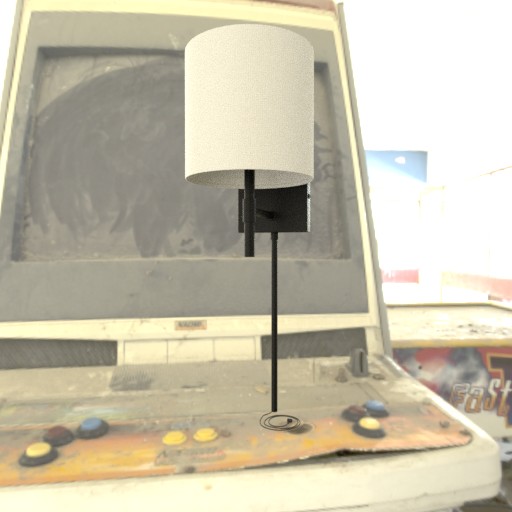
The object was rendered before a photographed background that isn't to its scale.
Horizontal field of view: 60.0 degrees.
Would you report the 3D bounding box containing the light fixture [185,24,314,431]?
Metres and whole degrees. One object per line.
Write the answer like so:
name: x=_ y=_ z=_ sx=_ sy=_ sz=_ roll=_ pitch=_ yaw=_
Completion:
light fixture: x=0.000 y=0.000 z=0.686 sx=0.188 sy=0.589 sz=0.248 roll=0 pitch=1 yaw=18
